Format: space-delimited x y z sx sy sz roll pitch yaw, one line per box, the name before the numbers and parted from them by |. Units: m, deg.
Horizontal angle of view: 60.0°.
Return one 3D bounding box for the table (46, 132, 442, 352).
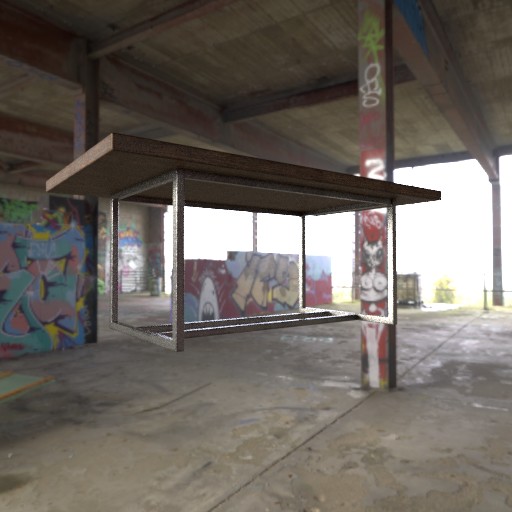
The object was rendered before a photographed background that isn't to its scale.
table | 0.000 0.000 2.509 1.989 0.795 1.078 1 -2 -36
